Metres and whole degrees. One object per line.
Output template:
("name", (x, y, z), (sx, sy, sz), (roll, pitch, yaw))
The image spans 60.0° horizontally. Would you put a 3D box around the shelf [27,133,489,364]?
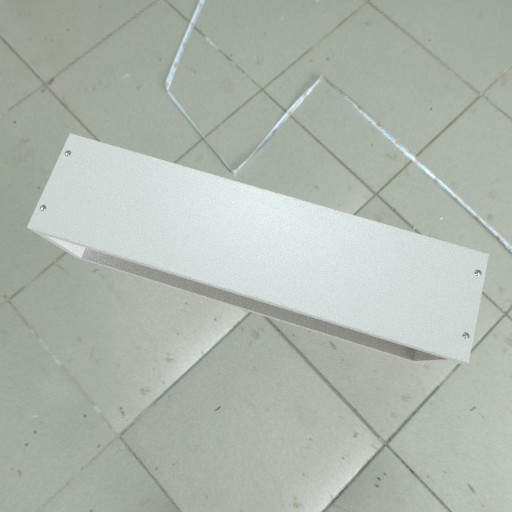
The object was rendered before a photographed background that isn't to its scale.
("shelf", (0.000, 0.000, 0.683), (0.610, 0.170, 0.150), (17, 76, 4))
